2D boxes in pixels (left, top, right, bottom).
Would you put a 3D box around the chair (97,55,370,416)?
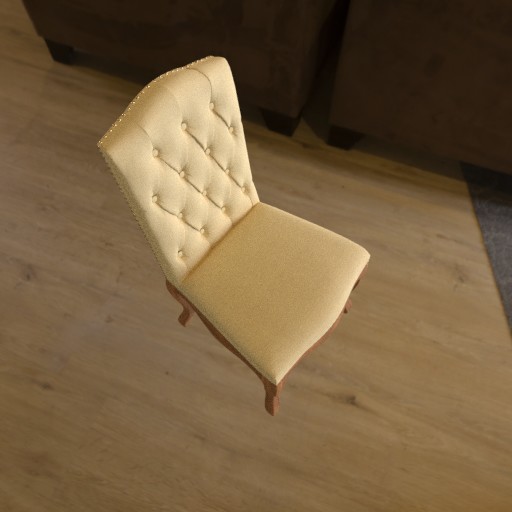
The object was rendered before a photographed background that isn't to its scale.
[{"bbox_3d":[0.000,0.000,1.586,0.715,1.165,0.623,34,65,18],"label":"chair"}]
